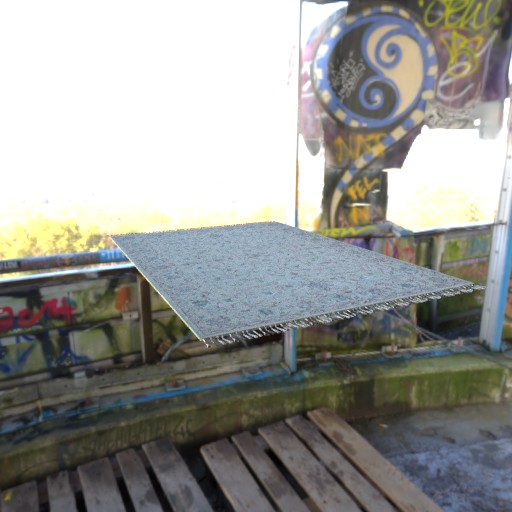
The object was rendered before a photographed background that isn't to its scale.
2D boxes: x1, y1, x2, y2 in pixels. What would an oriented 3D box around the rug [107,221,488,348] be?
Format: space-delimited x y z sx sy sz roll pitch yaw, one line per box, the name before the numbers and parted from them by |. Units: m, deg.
rug | 0.000 0.000 2.326 1.247 0.008 1.802 -7 16 -26
